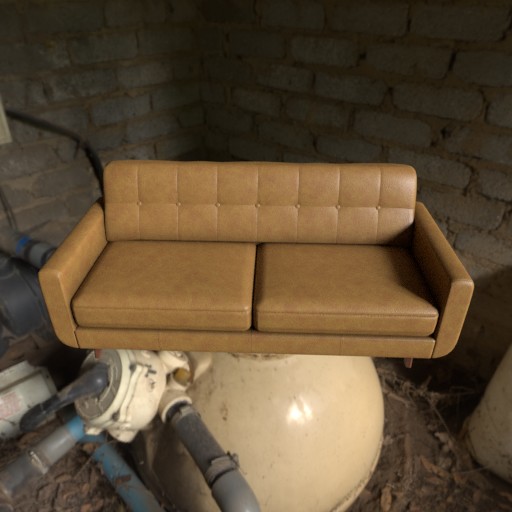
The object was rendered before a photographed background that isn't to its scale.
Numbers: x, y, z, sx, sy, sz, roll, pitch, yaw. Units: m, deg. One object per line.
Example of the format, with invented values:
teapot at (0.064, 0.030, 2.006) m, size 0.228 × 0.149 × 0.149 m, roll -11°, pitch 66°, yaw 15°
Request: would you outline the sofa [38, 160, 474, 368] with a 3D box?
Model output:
sofa at (0.000, 0.000, 2.626) m, size 2.137 × 0.892 × 0.980 m, roll 1°, pitch 32°, yaw 2°
